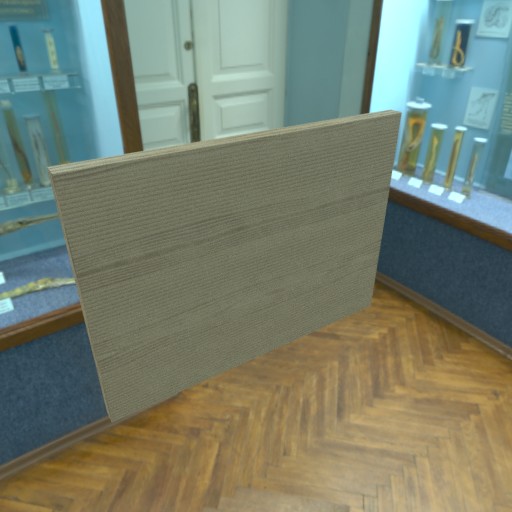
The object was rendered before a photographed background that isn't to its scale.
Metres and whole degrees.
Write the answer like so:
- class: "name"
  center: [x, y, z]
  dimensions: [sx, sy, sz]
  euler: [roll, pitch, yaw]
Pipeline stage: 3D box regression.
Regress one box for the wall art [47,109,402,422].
- class: "wall art"
  center: [0.000, 0.000, 1.104]
  dimensions: [0.841, 0.609, 0.063]
  euler: [-18, 35, -28]
